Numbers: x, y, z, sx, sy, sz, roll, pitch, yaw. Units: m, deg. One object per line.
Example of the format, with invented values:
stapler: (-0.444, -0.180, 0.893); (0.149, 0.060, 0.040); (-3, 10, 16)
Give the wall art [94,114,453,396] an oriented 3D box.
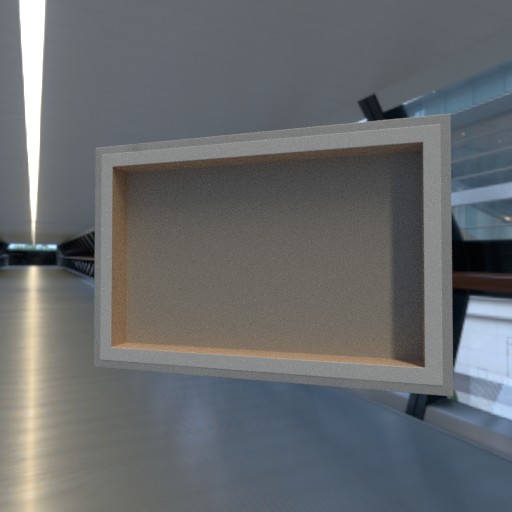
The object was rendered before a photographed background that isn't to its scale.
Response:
wall art: (0.000, 0.000, 0.474); (0.381, 0.254, 0.038); (0, -1, 18)
